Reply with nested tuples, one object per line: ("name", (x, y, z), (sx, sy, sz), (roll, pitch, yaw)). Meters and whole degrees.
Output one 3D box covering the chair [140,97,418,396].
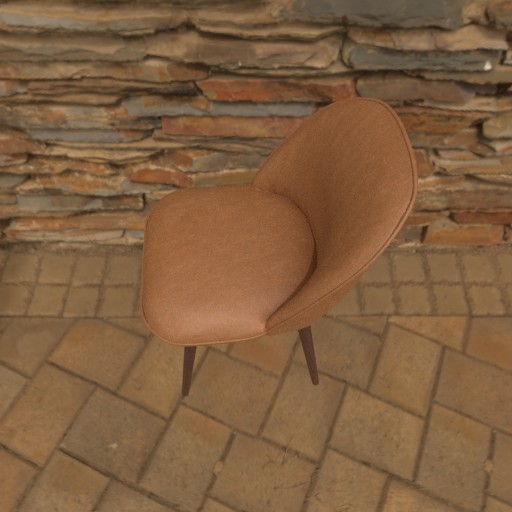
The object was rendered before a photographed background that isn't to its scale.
("chair", (0.000, 0.000, 1.240), (0.631, 0.831, 0.521), (-4, 58, -3))
